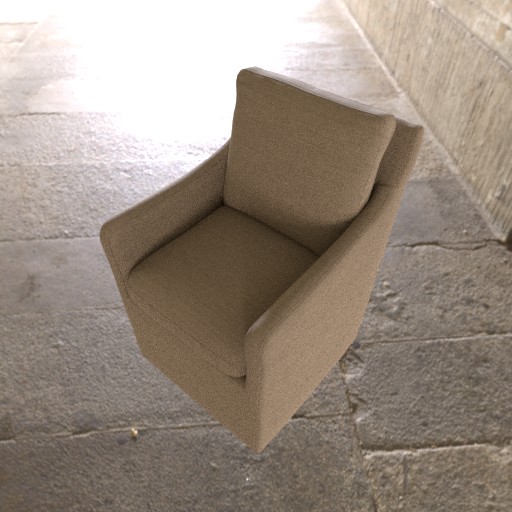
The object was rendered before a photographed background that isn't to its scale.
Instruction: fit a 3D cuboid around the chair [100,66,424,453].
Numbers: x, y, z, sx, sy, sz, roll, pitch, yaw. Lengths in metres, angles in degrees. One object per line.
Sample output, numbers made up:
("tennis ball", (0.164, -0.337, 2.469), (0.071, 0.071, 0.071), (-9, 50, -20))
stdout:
("chair", (0.000, 0.000, 1.376), (0.626, 0.914, 0.694), (31, 52, 27))
